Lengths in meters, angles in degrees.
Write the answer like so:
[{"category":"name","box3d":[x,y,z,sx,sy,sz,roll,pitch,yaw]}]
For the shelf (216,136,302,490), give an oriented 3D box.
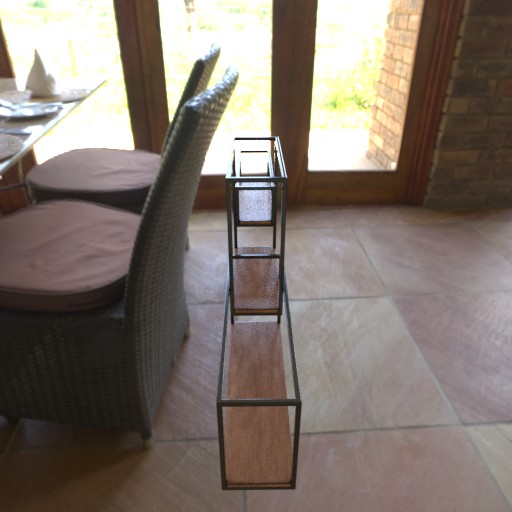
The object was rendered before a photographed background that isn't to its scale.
[{"category":"shelf","box3d":[0.000,0.000,2.166,0.275,0.972,1.781,0,30,-1]}]
